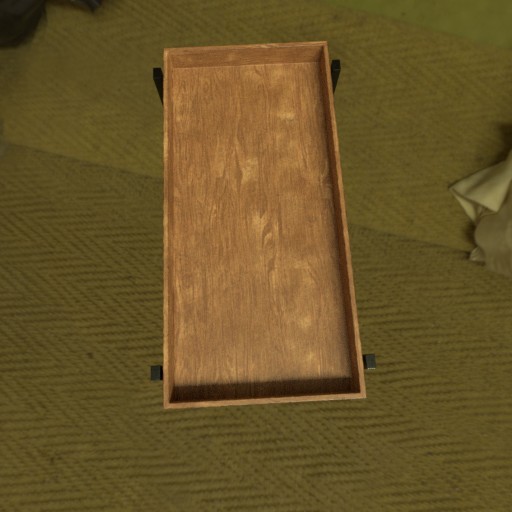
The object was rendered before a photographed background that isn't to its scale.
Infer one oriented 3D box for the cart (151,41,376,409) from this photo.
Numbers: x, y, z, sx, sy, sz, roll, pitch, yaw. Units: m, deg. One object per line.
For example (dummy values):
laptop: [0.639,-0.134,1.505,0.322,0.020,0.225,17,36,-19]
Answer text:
cart: [0.000,0.000,1.261,0.411,0.800,0.750,-3,75,-1]
